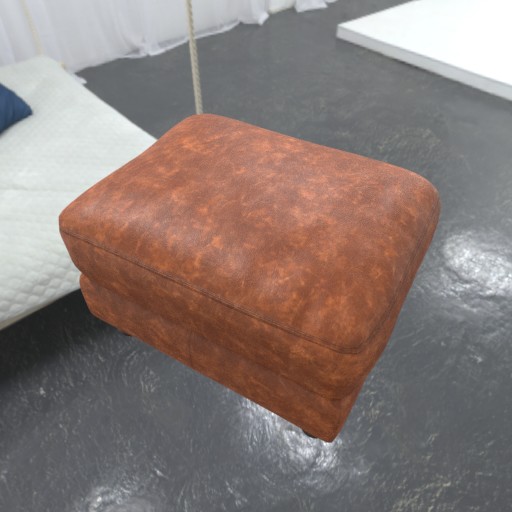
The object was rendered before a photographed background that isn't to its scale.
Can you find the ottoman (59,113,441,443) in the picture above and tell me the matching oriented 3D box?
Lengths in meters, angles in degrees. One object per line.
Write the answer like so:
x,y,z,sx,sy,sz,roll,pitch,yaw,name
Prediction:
0.000,0.000,1.245,0.832,0.562,0.657,22,49,21,ottoman
